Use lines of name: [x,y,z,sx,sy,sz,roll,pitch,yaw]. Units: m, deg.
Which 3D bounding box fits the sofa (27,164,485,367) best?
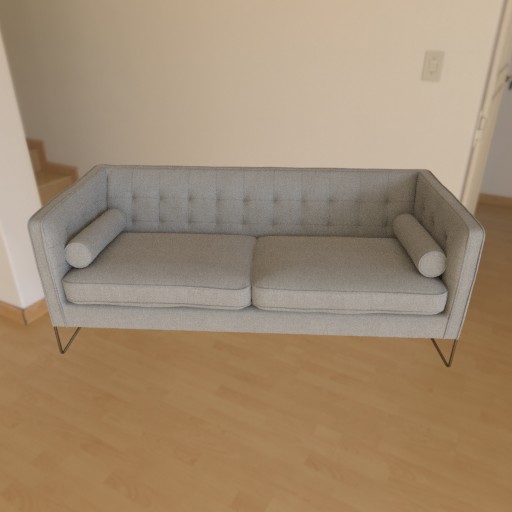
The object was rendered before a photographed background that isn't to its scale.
sofa: [0.000,0.000,2.525,2.079,0.798,0.912,1,27,3]
